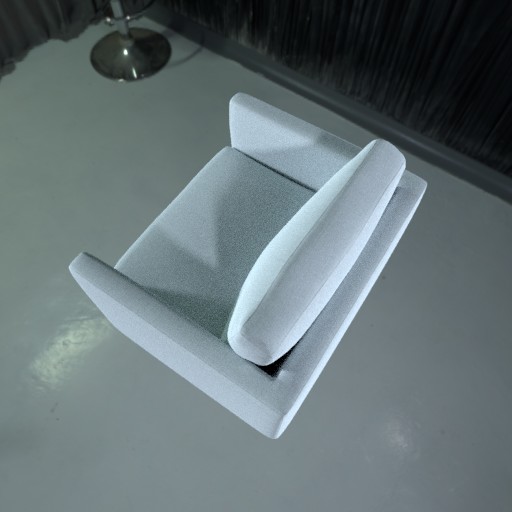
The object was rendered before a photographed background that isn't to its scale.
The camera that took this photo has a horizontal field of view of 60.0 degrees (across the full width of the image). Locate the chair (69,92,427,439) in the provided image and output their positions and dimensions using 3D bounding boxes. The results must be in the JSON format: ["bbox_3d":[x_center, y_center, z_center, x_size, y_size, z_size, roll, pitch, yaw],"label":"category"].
[{"bbox_3d":[0.000,0.000,1.895,0.953,0.961,1.107,31,66,15],"label":"chair"}]
